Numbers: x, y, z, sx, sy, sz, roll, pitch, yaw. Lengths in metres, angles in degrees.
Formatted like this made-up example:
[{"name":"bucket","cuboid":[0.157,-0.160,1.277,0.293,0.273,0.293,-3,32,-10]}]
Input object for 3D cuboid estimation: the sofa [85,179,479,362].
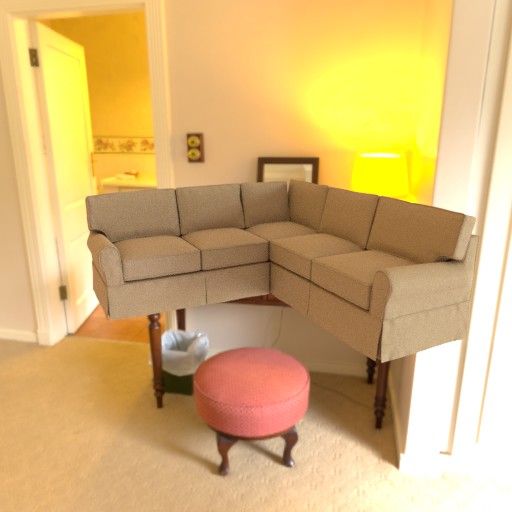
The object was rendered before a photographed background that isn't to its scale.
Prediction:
[{"name":"sofa","cuboid":[0.000,0.000,4.185,2.730,1.124,2.733,-8,17,-26]}]
